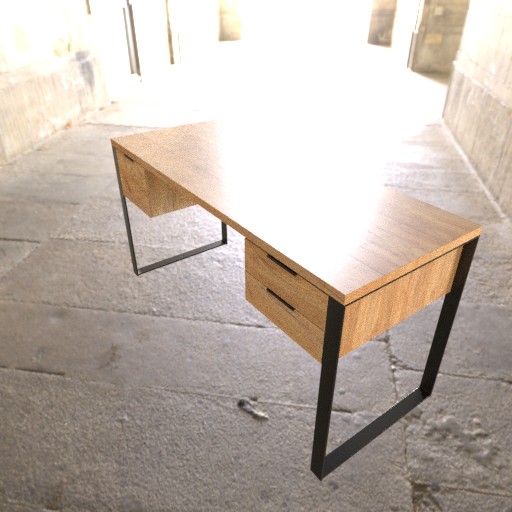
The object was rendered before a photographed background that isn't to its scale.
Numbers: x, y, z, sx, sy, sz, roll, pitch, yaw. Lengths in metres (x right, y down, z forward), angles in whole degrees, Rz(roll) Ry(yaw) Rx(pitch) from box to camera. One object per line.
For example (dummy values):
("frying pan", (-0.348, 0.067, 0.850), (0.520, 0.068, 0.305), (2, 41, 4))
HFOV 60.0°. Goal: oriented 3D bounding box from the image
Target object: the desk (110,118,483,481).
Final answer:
("desk", (0.000, 0.000, 1.919), (0.600, 0.760, 1.520), (-21, 38, -30))
